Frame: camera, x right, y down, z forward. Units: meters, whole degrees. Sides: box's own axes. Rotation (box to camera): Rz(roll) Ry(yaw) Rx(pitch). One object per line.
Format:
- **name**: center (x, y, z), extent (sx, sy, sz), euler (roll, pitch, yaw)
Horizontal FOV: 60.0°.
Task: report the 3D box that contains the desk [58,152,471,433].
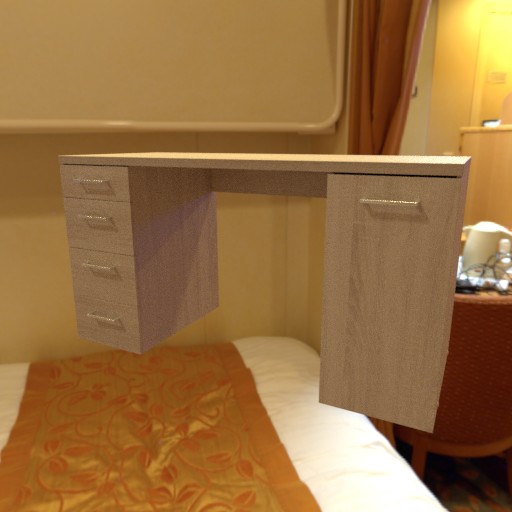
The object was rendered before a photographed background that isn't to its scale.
- **desk**: center (0.000, 0.000, 1.685), extent (1.390, 0.740, 0.600), euler (7, 16, 26)
